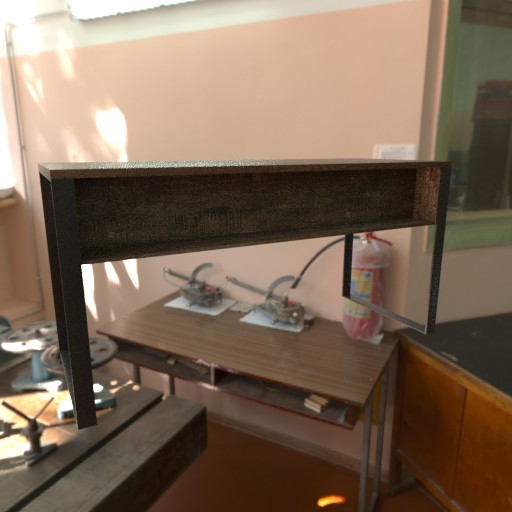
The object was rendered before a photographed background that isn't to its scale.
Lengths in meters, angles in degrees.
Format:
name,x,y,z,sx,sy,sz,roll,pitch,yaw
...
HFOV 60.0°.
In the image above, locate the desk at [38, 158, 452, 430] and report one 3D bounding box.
name,x,y,z,sx,sy,sz,roll,pitch,yaw
desk,0.000,0.000,1.835,1.524,0.762,0.599,-7,16,-27
